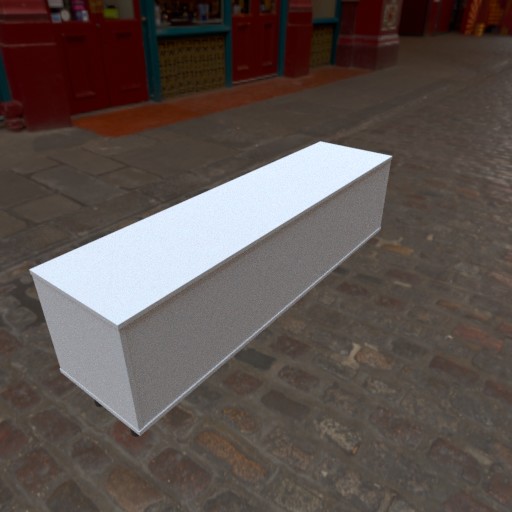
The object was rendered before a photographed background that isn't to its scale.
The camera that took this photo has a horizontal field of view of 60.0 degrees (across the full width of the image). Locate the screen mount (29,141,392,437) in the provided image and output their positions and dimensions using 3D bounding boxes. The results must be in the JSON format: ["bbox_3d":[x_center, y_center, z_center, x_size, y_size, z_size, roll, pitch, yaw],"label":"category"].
[{"bbox_3d":[0.000,0.000,1.829,0.418,0.520,1.600,22,37,32],"label":"screen mount"}]
